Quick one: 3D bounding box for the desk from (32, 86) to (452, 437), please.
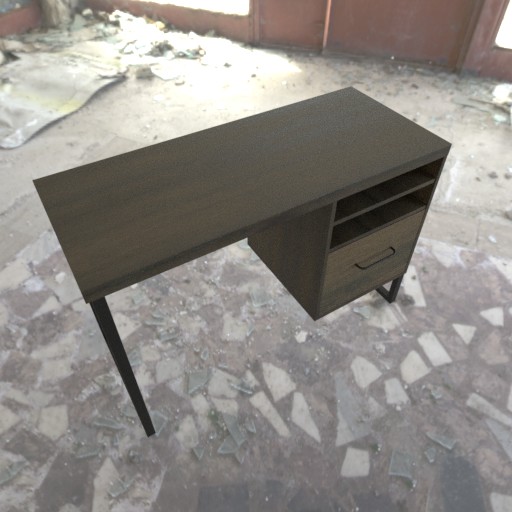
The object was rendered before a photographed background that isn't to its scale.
[{"bbox_3d":[0.000,0.000,1.542,1.134,0.752,0.511,-23,50,-22],"label":"desk"}]
